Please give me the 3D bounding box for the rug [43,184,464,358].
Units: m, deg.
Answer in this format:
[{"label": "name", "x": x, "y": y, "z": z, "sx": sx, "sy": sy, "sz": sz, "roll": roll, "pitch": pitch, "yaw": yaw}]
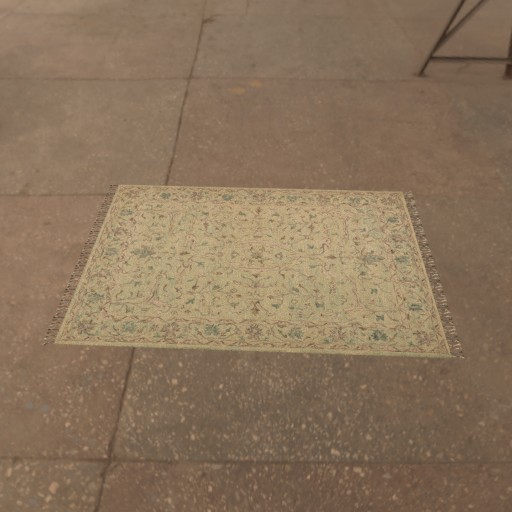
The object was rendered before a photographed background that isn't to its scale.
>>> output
[{"label": "rug", "x": 0.000, "y": 0.000, "z": 3.068, "sx": 2.435, "sy": 0.010, "sz": 1.544, "roll": 2, "pitch": 47, "yaw": 2}]
